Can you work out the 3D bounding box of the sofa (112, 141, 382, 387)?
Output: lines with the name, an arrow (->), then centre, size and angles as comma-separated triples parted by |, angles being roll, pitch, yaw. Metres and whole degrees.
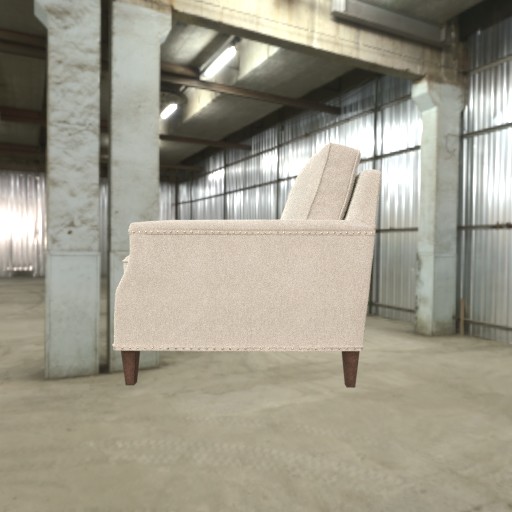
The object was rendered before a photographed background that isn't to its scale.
sofa -> 0.000, 0.000, 2.833 | 1.084, 1.003, 2.246 | 0, 1, 2
